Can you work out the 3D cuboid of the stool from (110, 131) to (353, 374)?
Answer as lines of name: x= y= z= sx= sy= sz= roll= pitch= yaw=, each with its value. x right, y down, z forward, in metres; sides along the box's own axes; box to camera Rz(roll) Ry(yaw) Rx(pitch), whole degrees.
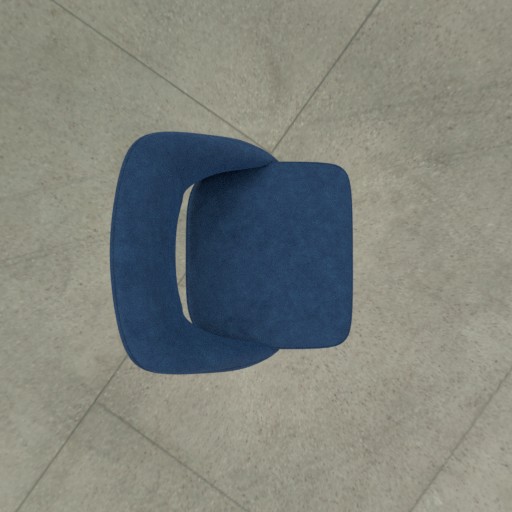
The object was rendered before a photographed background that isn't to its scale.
stool: x=0.000 y=0.000 z=1.243 sx=0.524 sy=0.925 sz=0.536 roll=0 pitch=89 yaw=1
